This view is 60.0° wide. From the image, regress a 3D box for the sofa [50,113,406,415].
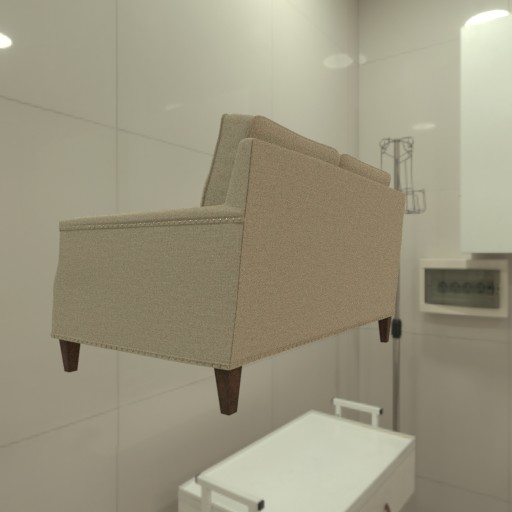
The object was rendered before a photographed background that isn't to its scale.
[{"bbox_3d":[0.000,0.000,2.243,1.084,1.003,1.597,0,0,36],"label":"sofa"}]
